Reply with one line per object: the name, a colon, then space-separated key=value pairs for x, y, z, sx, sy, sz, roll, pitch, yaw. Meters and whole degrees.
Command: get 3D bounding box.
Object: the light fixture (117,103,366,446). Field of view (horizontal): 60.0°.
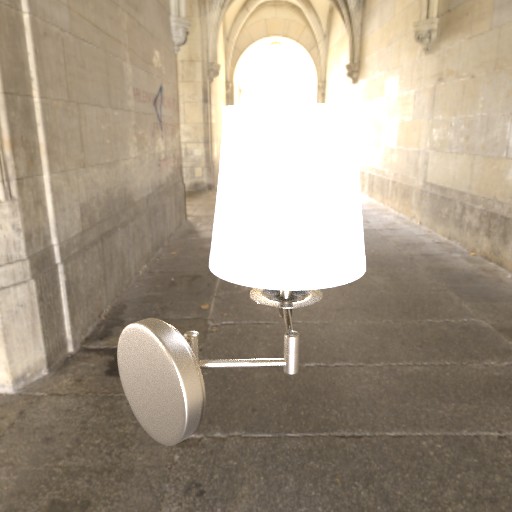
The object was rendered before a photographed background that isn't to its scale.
light fixture: x=0.000 y=0.000 z=0.592 sx=0.348 sy=0.381 sz=0.223 roll=-15 pitch=21 yaw=-43
